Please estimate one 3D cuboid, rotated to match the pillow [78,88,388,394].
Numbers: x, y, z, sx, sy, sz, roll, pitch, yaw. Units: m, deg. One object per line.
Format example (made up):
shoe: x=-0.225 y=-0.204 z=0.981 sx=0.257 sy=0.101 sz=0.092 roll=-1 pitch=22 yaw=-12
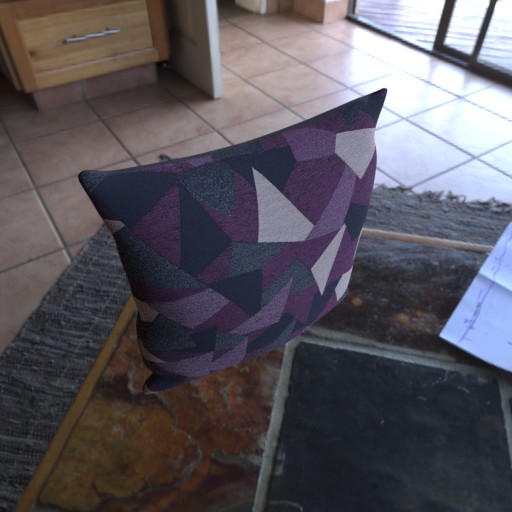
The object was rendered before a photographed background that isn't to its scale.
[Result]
pillow: x=0.000 y=0.000 z=0.773 sx=0.503 sy=0.496 sz=0.208 roll=-23 pitch=49 yaw=-22
